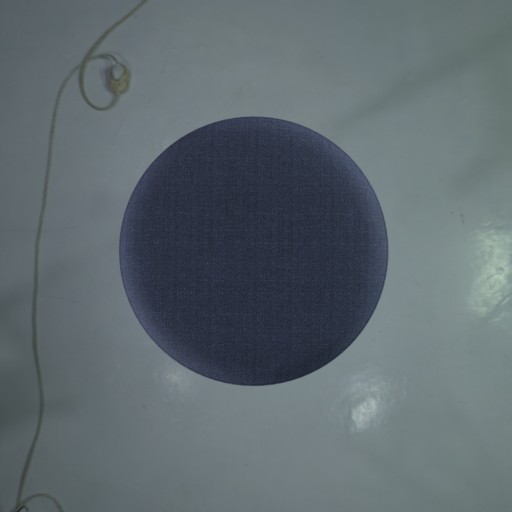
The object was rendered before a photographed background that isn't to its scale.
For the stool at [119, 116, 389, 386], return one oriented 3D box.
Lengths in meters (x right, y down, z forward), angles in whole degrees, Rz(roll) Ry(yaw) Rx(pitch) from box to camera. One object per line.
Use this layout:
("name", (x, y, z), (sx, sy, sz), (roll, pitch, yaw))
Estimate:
("stool", (0.000, 0.000, 1.037), (0.446, 0.758, 0.446), (0, 88, 1))
